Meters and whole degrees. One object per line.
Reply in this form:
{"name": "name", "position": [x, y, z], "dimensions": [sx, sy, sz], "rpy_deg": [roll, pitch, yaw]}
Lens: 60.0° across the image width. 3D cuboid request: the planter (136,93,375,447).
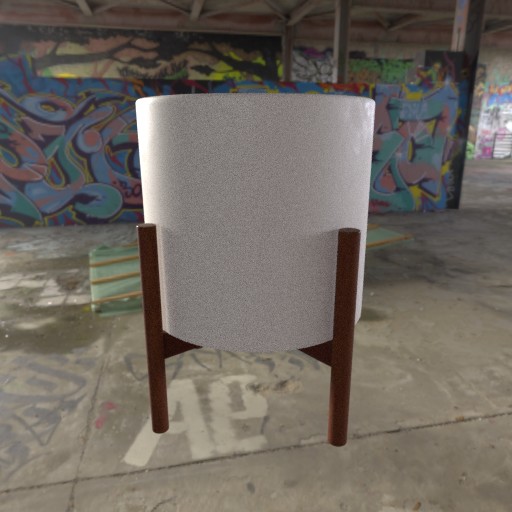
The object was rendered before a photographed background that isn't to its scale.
{"name": "planter", "position": [0.000, 0.000, 0.881], "dimensions": [0.420, 0.581, 0.421], "rpy_deg": [2, 16, 8]}
